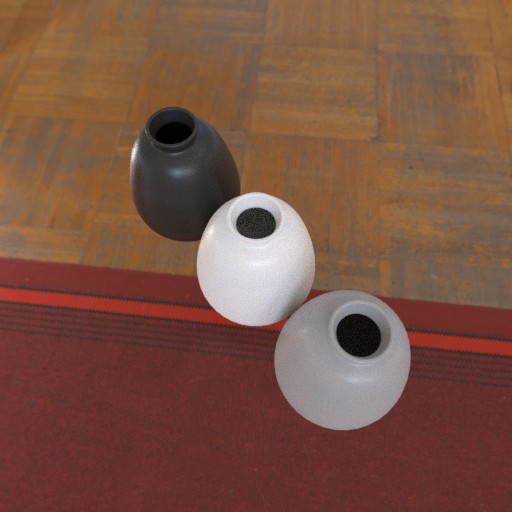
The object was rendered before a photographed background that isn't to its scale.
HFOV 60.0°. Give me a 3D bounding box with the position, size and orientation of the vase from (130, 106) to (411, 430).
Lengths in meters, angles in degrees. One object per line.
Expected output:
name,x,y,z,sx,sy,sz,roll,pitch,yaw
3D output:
vase,0.000,0.000,0.350,0.097,0.122,0.297,-36,69,-16
